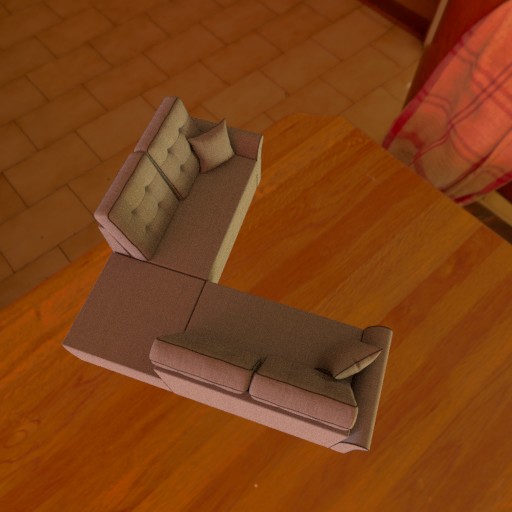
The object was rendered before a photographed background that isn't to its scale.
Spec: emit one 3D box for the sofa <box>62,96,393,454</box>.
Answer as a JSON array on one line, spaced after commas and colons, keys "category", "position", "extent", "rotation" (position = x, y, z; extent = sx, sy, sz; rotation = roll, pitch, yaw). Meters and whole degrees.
[{"category": "sofa", "position": [0.000, 0.000, 3.224], "extent": [2.068, 0.988, 2.070], "rotation": [17, 64, 8]}]
